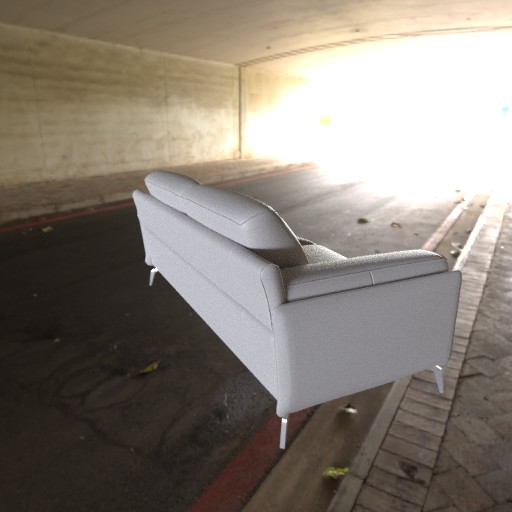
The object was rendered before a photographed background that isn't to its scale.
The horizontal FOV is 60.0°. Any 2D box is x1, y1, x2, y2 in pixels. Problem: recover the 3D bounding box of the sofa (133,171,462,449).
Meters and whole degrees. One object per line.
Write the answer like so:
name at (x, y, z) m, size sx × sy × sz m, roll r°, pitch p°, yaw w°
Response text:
sofa at (0.000, 0.000, 2.610) m, size 1.049 × 0.930 × 2.101 m, roll -8°, pitch 19°, yaw -26°
